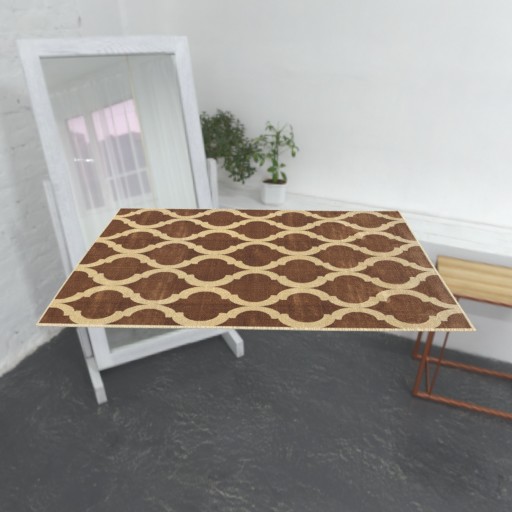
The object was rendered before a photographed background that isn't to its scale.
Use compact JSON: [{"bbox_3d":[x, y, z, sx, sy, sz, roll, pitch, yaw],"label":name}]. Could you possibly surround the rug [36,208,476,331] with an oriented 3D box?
[{"bbox_3d":[0.000,0.000,2.938,2.284,0.008,1.522,1,30,1],"label":"rug"}]
